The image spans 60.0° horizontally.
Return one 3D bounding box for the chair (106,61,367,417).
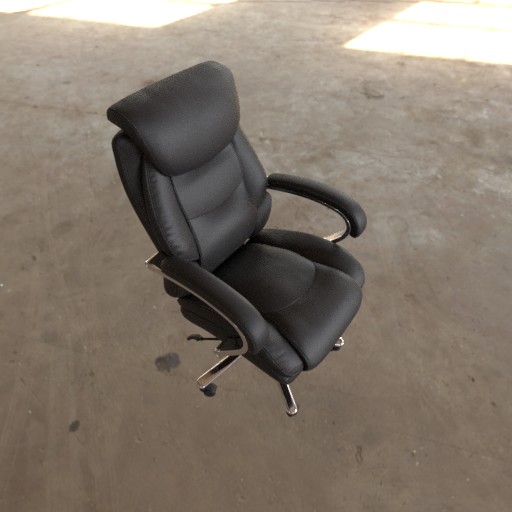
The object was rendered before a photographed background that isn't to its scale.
[{"bbox_3d":[0.000,0.000,1.690,0.790,1.183,0.755,26,49,25],"label":"chair"}]
